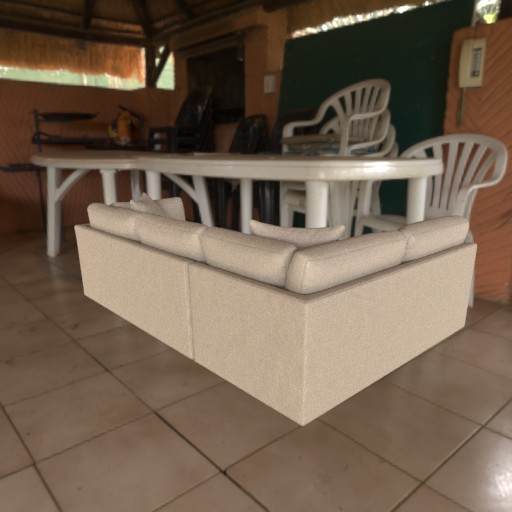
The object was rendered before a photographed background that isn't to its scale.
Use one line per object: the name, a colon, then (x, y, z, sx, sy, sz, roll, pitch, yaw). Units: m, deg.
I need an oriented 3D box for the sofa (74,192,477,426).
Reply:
sofa: (0.000, 0.000, 3.827, 1.994, 0.978, 2.896, -12, 19, -41)
